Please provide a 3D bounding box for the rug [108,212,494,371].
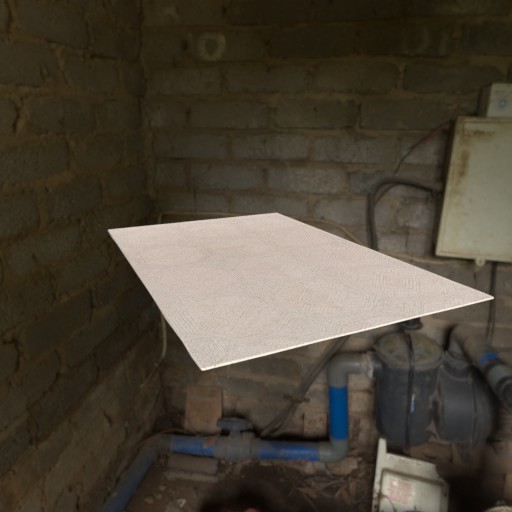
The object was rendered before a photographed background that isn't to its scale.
[{"bbox_3d":[0.000,0.000,2.305,1.236,0.009,1.839,-8,19,-24],"label":"rug"}]
